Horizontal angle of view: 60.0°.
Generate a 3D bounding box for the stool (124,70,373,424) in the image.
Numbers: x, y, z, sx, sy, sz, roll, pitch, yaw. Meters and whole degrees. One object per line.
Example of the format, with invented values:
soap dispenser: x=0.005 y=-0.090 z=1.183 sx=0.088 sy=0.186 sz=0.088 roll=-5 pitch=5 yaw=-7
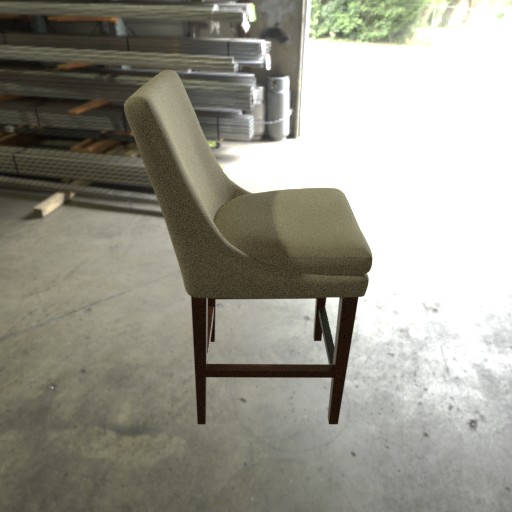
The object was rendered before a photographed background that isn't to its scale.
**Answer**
stool: x=0.000 y=0.000 z=1.319 sx=0.577 sy=0.981 sz=0.470 roll=0 pitch=30 yaw=0
